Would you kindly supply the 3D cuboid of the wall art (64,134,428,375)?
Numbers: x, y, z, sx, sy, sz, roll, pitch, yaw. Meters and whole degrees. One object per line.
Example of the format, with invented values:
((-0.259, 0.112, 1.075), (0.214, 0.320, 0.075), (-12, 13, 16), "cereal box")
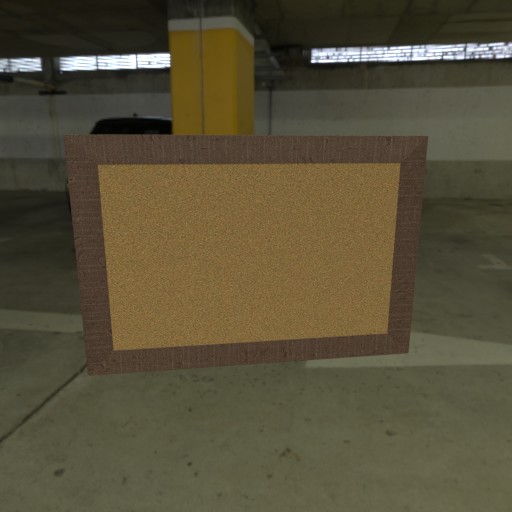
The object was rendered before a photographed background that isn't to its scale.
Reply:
((0.000, 0.000, 1.191), (0.917, 0.626, 0.019), (-2, 14, -8), "wall art")
